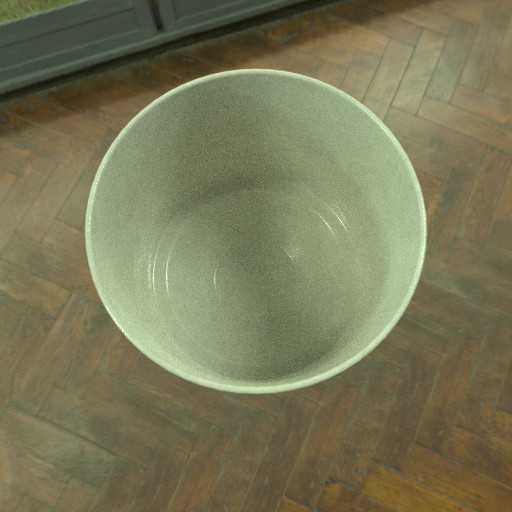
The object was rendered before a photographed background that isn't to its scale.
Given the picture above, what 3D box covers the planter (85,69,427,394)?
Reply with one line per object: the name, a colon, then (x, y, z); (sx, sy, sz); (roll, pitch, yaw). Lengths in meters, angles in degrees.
planter: (0.000, 0.000, 0.334); (0.190, 0.181, 0.190); (0, 76, 0)
